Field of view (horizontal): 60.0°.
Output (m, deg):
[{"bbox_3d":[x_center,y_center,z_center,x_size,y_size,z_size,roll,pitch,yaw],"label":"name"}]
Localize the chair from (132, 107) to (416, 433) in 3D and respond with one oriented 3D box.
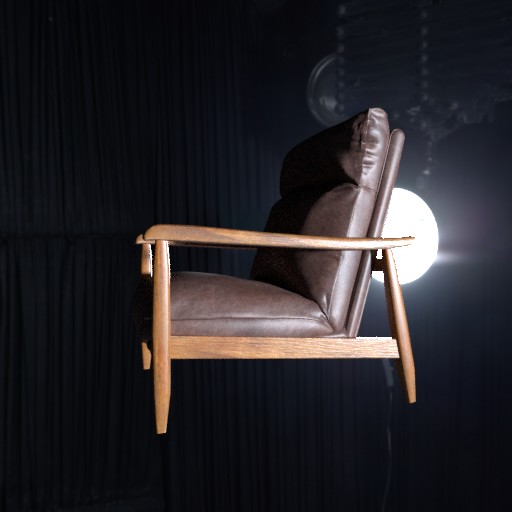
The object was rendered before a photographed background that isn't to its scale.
[{"bbox_3d":[0.000,0.000,1.549,0.830,0.897,0.782,0,1,-17],"label":"chair"}]
